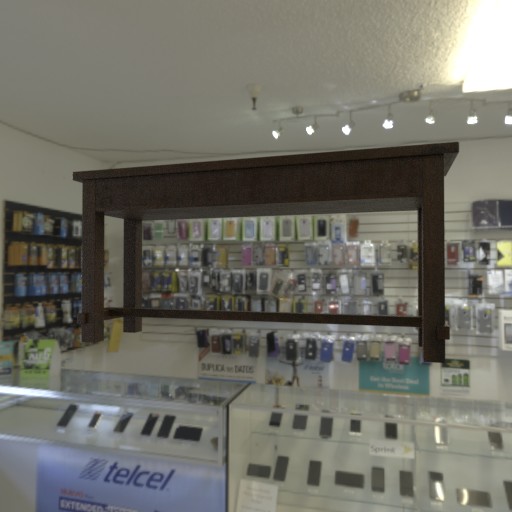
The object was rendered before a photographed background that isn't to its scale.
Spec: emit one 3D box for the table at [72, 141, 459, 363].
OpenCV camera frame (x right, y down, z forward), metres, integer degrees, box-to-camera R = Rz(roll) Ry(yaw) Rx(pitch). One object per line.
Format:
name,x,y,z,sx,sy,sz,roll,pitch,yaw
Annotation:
table,0.000,0.000,1.957,1.599,0.762,0.442,-1,-2,17
